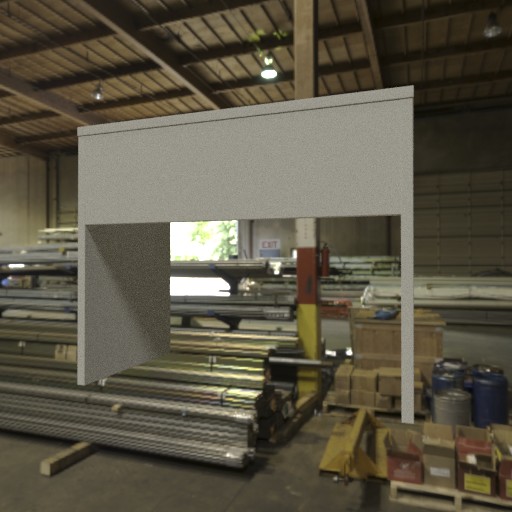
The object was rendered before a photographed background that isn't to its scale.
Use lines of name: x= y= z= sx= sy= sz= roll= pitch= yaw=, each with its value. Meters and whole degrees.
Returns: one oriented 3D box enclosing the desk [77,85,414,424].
desk: x=0.000 y=0.000 z=1.338 sx=0.900 sy=0.729 sz=0.498 roll=0 pitch=-1 yaw=20
